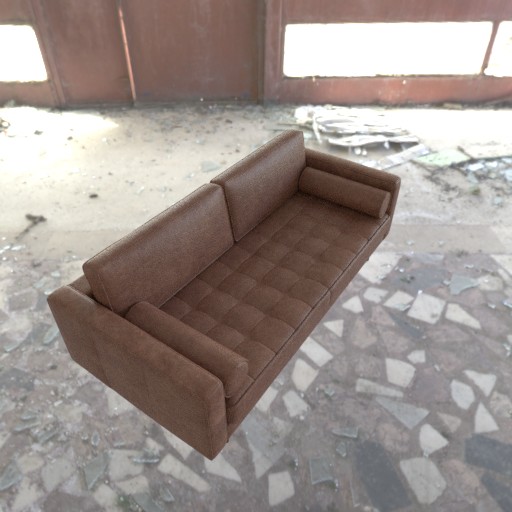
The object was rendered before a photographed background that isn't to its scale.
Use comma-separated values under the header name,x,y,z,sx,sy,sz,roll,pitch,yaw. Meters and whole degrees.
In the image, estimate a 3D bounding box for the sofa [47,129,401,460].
name,x,y,z,sx,sy,sz,roll,pitch,yaw
sofa,0.000,0.000,2.380,0.910,0.760,1.870,24,45,26
